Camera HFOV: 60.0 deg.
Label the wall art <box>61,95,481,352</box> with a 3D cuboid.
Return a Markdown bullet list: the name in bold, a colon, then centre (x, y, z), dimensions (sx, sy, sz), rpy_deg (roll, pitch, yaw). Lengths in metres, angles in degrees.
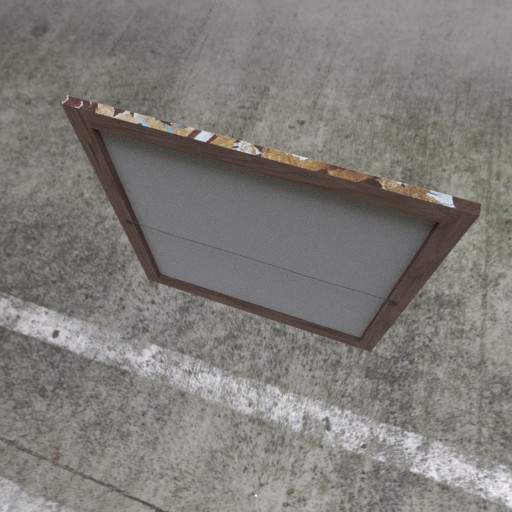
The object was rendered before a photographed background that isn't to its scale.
- **wall art**: centre (0.000, 0.000, 1.099), dimensions (0.757, 0.762, 0.028), rpy_deg (17, 63, 9)
